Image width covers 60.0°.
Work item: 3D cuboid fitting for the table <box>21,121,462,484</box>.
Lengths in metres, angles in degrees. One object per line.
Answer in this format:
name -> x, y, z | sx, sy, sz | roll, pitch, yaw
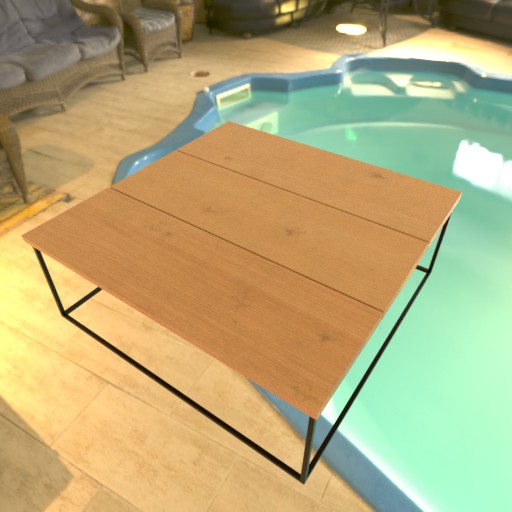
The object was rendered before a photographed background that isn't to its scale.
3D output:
table -> 0.000, 0.000, 1.676 | 1.100, 0.400, 1.100 | 25, 46, 26
